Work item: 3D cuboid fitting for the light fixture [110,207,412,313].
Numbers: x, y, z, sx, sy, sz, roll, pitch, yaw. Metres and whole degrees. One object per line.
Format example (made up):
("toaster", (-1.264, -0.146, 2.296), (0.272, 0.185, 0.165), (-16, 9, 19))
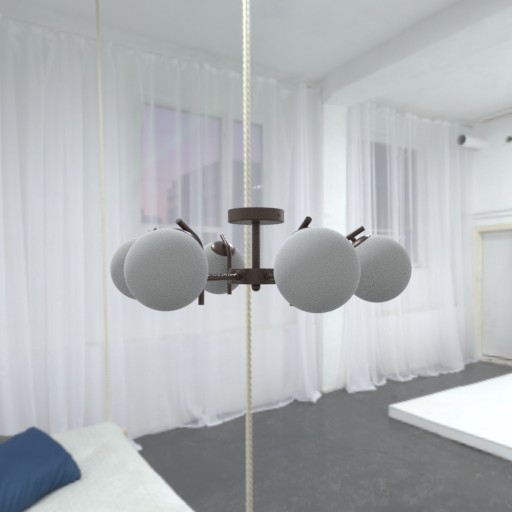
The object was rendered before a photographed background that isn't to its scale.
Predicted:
("light fixture", (0.000, 0.000, 0.982), (0.662, 0.201, 0.662), (0, -1, 0))
